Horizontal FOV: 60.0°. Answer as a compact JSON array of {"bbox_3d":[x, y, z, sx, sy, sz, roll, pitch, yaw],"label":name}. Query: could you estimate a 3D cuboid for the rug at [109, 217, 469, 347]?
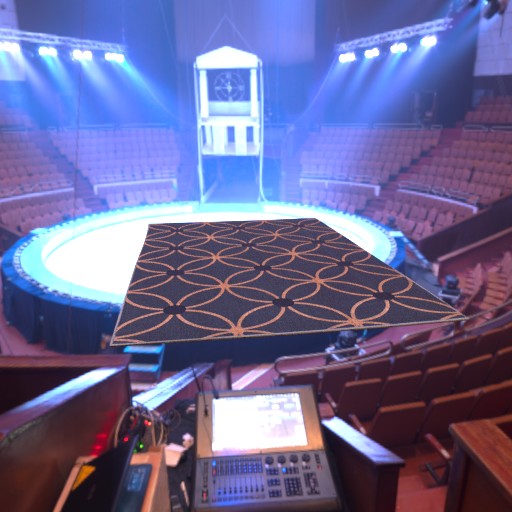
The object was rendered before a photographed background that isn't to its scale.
[{"bbox_3d":[0.000,0.000,2.884,1.522,0.008,2.284,-3,17,-9],"label":"rug"}]
